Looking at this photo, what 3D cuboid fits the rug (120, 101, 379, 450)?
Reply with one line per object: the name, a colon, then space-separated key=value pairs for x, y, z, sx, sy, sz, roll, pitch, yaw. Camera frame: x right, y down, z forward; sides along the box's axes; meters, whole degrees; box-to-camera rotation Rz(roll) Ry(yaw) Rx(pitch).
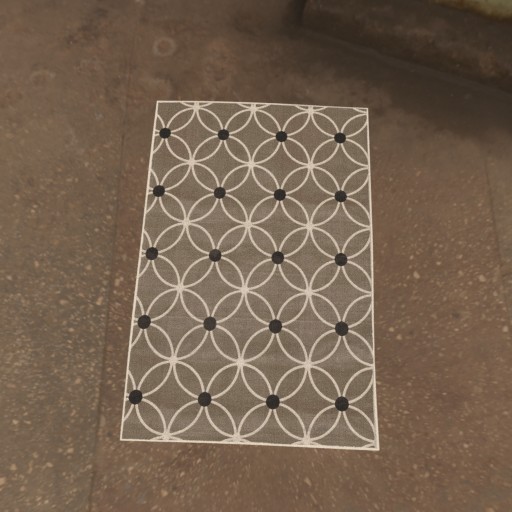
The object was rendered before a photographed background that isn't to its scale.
rug: x=0.000 y=0.000 z=2.880 sx=1.522 sy=0.008 sz=2.284 roll=2 pitch=74 yaw=1
